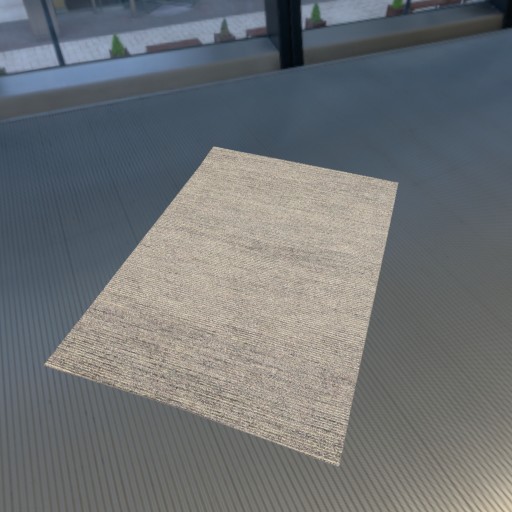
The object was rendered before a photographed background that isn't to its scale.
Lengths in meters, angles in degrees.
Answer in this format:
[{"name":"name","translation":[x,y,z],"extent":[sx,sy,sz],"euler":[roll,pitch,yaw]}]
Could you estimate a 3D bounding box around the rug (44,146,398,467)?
[{"name":"rug","translation":[0.000,0.000,2.948],"extent":[1.604,0.030,2.307],"euler":[14,47,14]}]
